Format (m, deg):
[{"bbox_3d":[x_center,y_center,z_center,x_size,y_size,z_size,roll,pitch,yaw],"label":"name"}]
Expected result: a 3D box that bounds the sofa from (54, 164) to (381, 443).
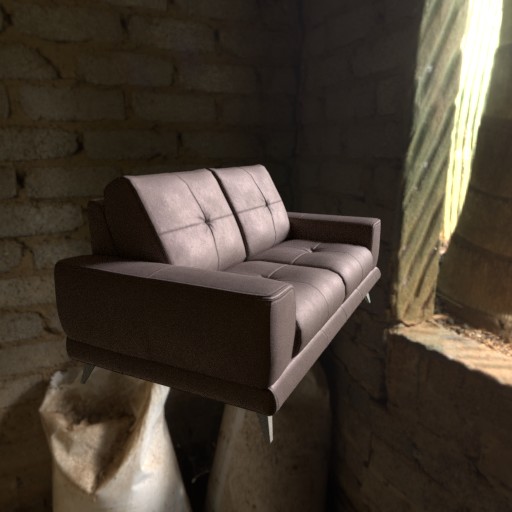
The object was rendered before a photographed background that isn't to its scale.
[{"bbox_3d":[0.000,0.000,2.371,1.018,0.907,1.806,7,15,25],"label":"sofa"}]
